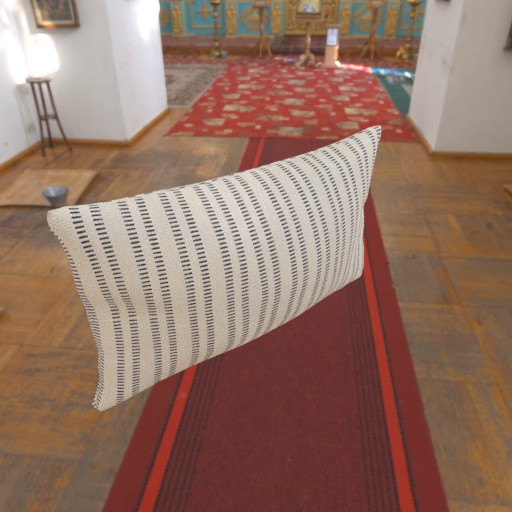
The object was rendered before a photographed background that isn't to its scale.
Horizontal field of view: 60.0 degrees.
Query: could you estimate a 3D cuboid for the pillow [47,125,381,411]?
[{"bbox_3d":[0.000,0.000,0.780,0.640,0.353,0.210,-22,38,-32],"label":"pillow"}]
